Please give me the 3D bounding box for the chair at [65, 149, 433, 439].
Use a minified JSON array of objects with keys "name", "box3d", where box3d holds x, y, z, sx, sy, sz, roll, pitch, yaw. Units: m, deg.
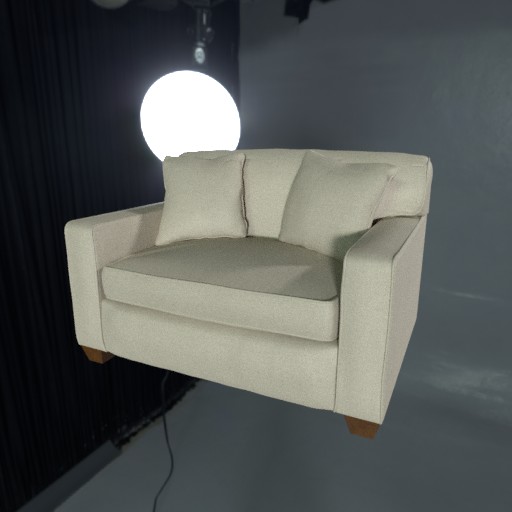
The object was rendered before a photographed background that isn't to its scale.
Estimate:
[{"name":"chair","box3d":[0.000,0.000,2.035,1.383,0.948,1.000,7,17,25]}]
